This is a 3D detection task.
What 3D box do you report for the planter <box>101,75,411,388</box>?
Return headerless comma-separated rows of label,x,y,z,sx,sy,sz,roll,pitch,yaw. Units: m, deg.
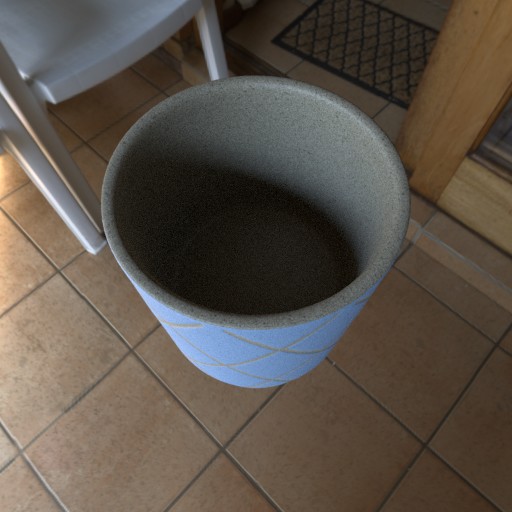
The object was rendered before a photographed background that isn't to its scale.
planter,0.000,0.000,0.363,0.191,0.200,0.191,0,63,0
